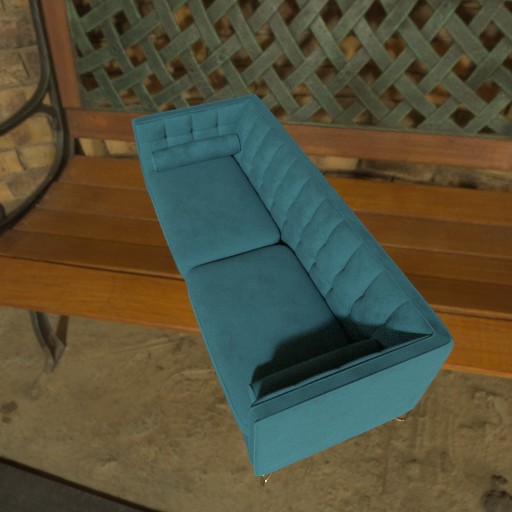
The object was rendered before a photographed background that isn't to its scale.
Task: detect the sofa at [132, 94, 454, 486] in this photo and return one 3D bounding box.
[{"bbox_3d":[0.000,0.000,2.492,0.867,0.789,2.087,-17,50,-15],"label":"sofa"}]
